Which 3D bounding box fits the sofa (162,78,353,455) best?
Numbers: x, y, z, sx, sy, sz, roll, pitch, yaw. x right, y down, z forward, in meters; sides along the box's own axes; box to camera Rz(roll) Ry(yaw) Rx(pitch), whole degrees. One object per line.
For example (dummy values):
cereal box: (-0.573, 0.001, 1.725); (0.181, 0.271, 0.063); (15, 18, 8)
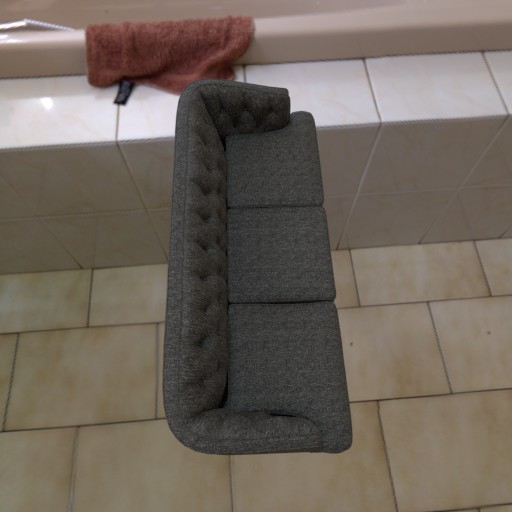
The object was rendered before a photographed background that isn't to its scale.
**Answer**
sofa: (0.000, 0.000, 2.763); (0.941, 0.855, 2.278); (-2, 65, -1)
